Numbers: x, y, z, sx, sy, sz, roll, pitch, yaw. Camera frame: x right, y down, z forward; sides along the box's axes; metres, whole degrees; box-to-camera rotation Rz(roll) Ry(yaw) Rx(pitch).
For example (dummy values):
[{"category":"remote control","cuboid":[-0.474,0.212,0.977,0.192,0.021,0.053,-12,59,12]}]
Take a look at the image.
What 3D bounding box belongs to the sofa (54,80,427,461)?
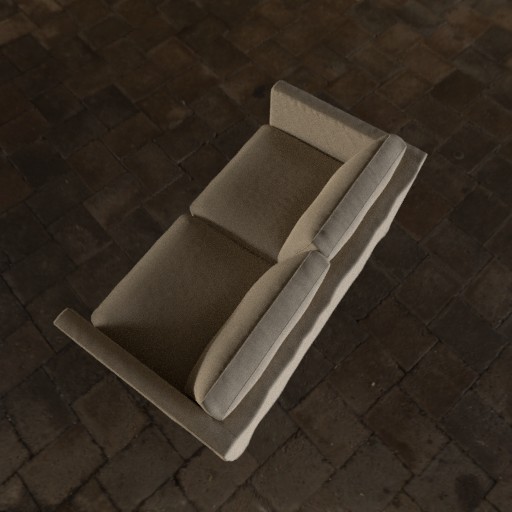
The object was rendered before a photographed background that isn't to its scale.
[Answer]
[{"category":"sofa","cuboid":[0.000,0.000,2.319,0.956,0.828,1.766,32,68,15]}]
